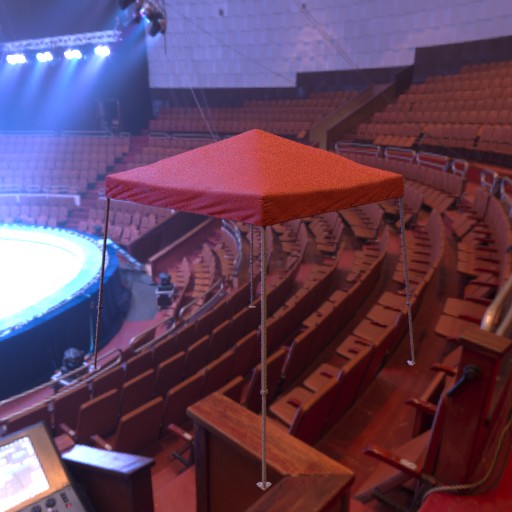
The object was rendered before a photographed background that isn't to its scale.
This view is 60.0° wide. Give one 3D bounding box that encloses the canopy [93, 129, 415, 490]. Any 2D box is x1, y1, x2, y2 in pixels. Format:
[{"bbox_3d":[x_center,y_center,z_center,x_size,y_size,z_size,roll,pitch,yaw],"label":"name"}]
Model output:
[{"bbox_3d":[0.000,0.000,6.524,3.600,3.600,3.599,14,21,41],"label":"canopy"}]
